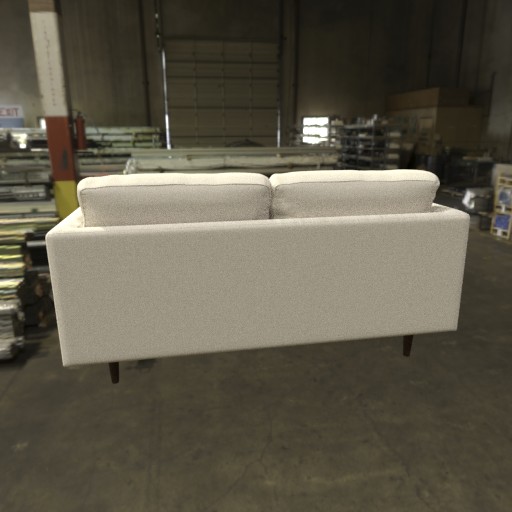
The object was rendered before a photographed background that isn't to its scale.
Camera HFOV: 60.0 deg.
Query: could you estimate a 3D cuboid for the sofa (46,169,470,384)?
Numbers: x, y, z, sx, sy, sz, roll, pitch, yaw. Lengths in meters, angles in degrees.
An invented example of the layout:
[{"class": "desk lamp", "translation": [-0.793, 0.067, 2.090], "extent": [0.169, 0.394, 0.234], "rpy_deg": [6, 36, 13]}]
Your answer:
[{"class": "sofa", "translation": [0.000, 0.000, 2.236], "extent": [1.713, 0.893, 0.940], "rpy_deg": [-3, 16, -10]}]
